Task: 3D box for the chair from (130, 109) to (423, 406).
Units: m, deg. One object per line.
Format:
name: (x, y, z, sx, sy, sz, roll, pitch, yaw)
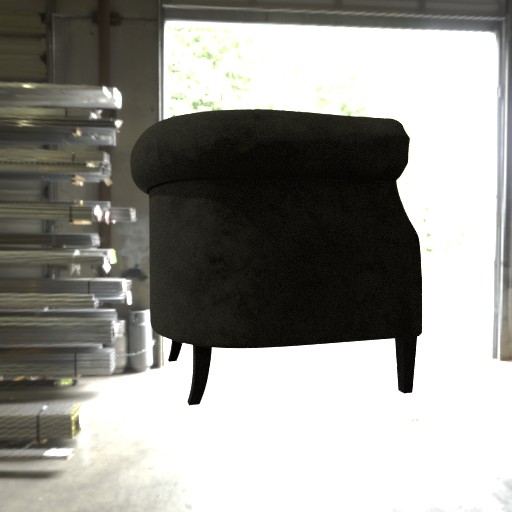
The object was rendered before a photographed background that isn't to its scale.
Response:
chair: (0.000, 0.000, 1.568, 0.851, 0.826, 0.904, -1, 2, -18)
